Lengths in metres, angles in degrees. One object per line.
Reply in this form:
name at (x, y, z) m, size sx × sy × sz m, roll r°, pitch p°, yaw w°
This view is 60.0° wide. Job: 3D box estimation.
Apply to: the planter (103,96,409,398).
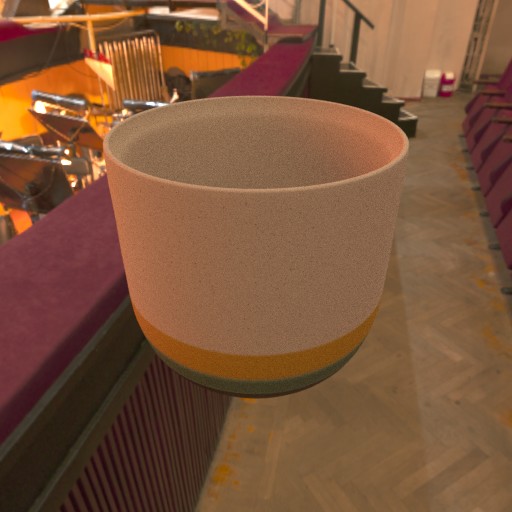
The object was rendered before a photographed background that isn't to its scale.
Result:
planter at (0.000, 0.000, 0.472) m, size 0.268 × 0.270 × 0.268 m, roll 0°, pitch 33°, yaw 0°
